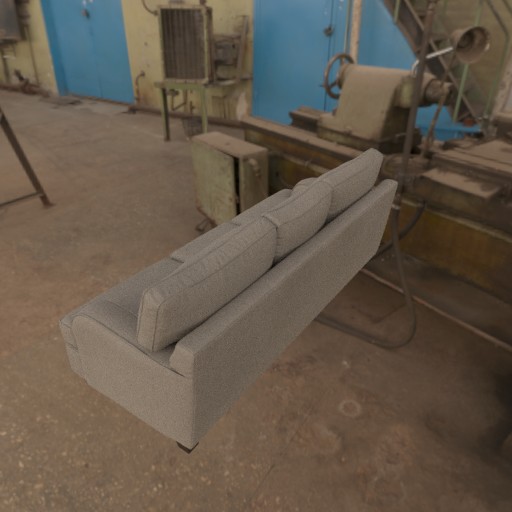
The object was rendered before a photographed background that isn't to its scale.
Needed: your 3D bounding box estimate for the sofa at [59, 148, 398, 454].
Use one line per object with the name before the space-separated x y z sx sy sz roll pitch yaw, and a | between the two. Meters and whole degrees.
sofa | 0.000 0.000 2.908 1.016 0.991 2.323 20 36 30
